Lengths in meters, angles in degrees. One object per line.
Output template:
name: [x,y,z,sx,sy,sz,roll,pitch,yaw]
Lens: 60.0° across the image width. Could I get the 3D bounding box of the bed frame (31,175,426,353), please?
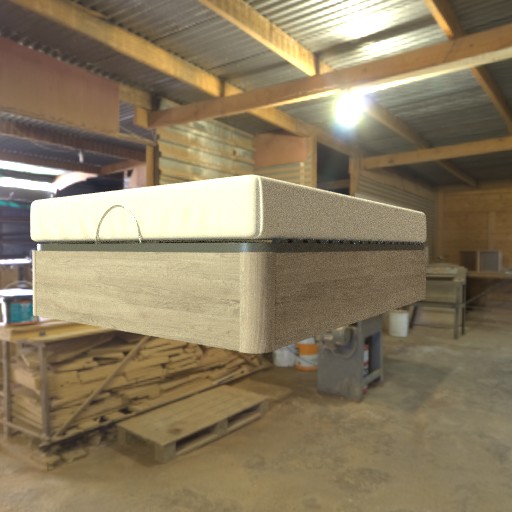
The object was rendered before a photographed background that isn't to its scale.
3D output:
bed frame: [0.000,0.000,2.519,1.400,0.561,1.900,1,1,36]
